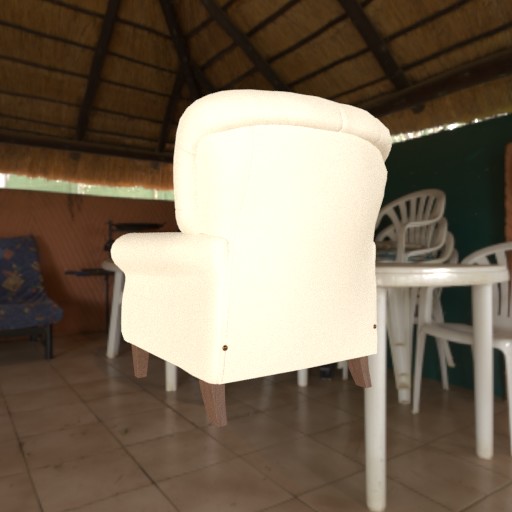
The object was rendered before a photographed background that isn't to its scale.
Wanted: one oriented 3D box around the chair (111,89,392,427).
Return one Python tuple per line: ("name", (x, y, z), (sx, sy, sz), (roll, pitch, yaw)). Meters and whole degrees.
("chair", (0.000, 0.000, 2.027), (1.035, 1.169, 1.132), (0, 1, -35))
